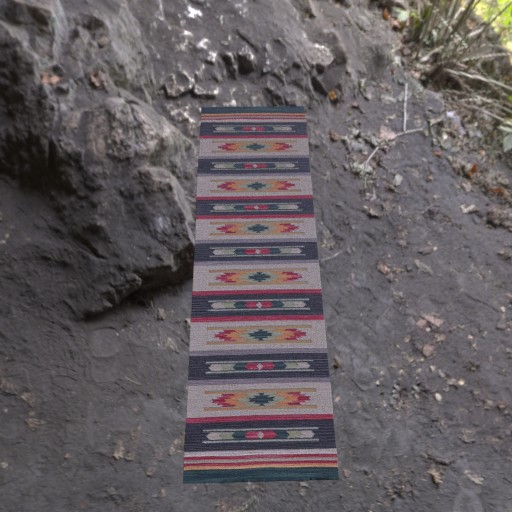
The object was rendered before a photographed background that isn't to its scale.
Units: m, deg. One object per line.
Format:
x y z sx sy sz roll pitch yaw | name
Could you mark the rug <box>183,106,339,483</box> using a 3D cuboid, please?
0.000 0.000 2.688 0.760 0.009 2.440 -1 63 -1 | rug
